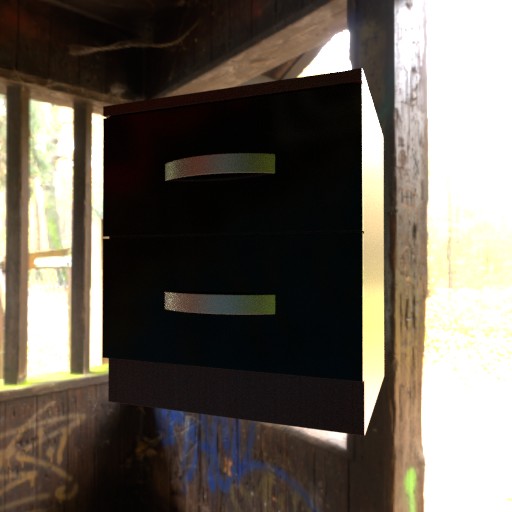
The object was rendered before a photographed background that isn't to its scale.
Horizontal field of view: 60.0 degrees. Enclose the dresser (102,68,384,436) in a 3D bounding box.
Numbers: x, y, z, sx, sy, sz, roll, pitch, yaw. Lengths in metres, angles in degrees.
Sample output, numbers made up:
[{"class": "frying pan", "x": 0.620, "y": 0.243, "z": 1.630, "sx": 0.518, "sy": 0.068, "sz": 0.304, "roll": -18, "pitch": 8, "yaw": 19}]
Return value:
[{"class": "dresser", "x": 0.000, "y": 0.000, "z": 0.770, "sx": 0.400, "sy": 0.470, "sz": 0.360, "roll": 0, "pitch": -1, "yaw": 20}]
